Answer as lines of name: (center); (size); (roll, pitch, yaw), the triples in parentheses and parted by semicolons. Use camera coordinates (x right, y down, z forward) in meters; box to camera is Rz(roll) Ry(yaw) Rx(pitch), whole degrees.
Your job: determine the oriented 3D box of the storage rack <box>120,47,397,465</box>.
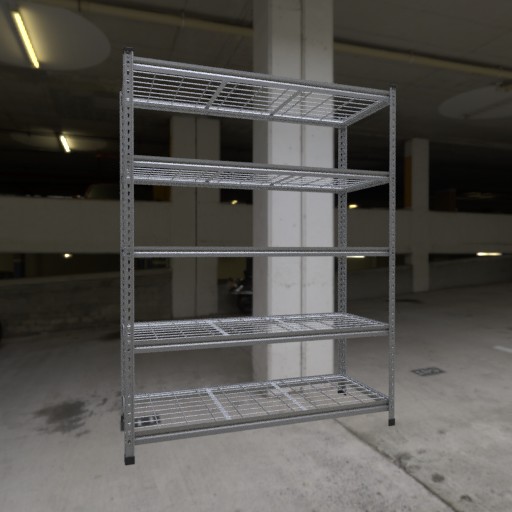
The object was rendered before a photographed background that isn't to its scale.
storage rack: (0.000, 0.000, 2.626); (1.524, 1.981, 0.610); (0, 1, -19)
